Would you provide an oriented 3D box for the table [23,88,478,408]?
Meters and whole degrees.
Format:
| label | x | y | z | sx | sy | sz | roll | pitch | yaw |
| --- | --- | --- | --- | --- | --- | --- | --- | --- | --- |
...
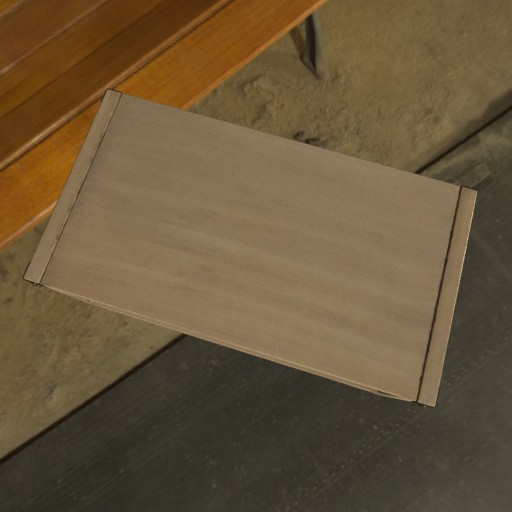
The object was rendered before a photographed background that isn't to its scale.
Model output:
| label | x | y | z | sx | sy | sz | roll | pitch | yaw |
| --- | --- | --- | --- | --- | --- | --- | --- | --- | --- |
| table | 0.000 | 0.000 | 1.304 | 1.016 | 0.456 | 0.559 | 17 | 76 | 4 |
